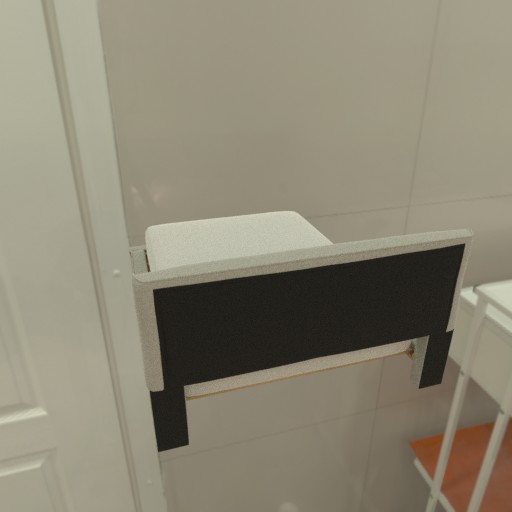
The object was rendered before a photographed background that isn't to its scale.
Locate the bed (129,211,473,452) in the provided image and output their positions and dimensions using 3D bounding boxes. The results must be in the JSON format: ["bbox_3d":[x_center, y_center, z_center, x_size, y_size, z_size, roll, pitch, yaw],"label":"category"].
[{"bbox_3d":[0.000,0.000,3.364,1.840,1.067,2.368,-8,27,-15],"label":"bed"}]
